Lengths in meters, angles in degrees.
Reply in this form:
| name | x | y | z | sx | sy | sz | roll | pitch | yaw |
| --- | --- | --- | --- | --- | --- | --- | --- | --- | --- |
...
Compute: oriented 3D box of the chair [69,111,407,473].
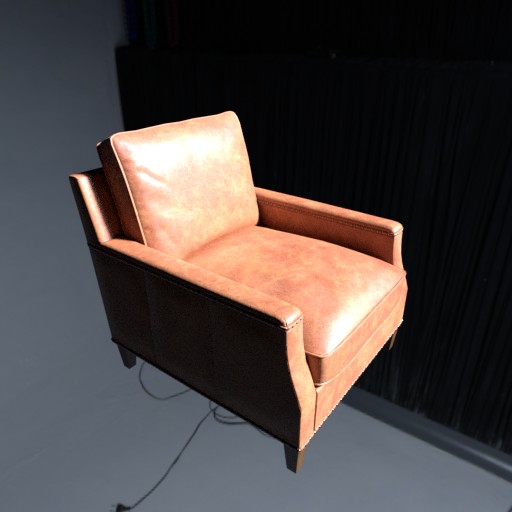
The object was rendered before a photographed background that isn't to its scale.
| name | x | y | z | sx | sy | sz | roll | pitch | yaw |
| --- | --- | --- | --- | --- | --- | --- | --- | --- | --- |
| chair | 0.000 | 0.000 | 1.718 | 1.014 | 0.943 | 0.853 | 19 | 32 | 32 |
